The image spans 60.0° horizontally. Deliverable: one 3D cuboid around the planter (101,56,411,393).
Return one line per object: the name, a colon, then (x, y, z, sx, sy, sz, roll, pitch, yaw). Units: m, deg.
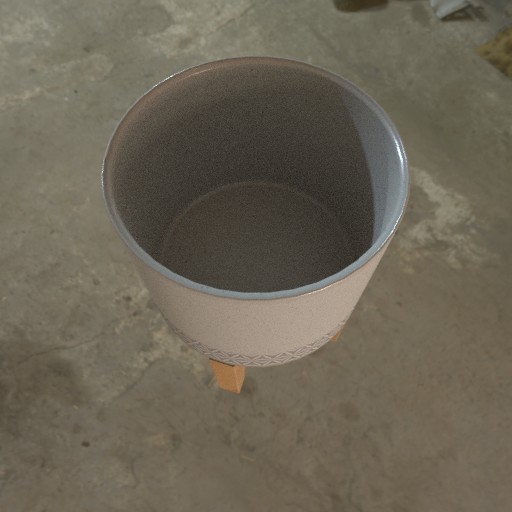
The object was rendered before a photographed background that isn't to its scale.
planter: (0.000, 0.000, 0.266, 0.130, 0.178, 0.130, 0, 62, 0)
